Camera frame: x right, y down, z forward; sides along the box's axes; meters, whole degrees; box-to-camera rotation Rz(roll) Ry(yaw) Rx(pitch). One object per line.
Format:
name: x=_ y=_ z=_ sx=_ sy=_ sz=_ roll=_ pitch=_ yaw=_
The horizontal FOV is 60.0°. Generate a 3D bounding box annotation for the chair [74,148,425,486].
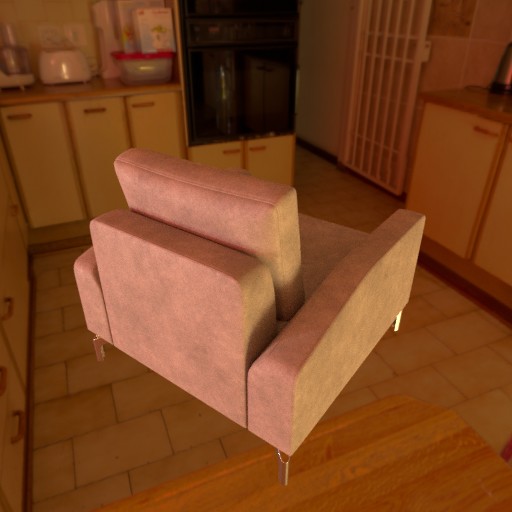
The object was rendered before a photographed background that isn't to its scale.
chair: x=0.000 y=0.000 z=1.583 sx=0.900 sy=0.800 sz=0.900 roll=20 pitch=36 yaw=31
